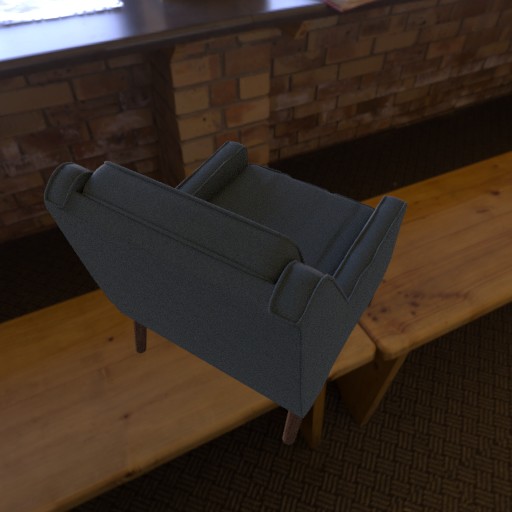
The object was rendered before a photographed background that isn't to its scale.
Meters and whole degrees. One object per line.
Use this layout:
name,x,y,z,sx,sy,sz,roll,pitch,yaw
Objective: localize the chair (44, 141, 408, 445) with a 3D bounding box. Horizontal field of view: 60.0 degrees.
chair,0.000,0.000,1.299,0.663,0.780,0.733,24,51,21
